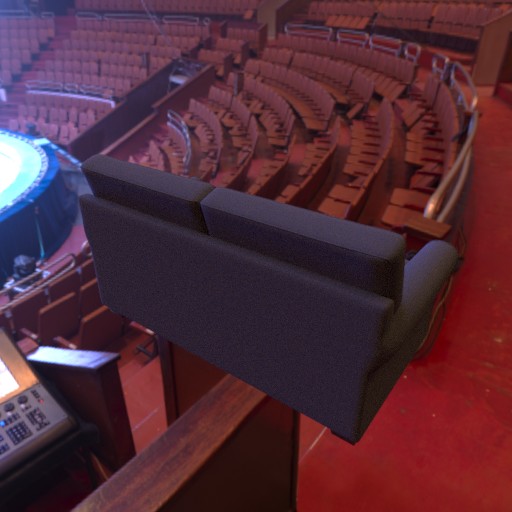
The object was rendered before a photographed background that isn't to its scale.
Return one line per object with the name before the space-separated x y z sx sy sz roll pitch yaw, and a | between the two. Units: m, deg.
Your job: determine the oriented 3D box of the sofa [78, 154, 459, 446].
sofa | 0.000 0.000 2.498 1.930 1.020 0.940 20 34 32
